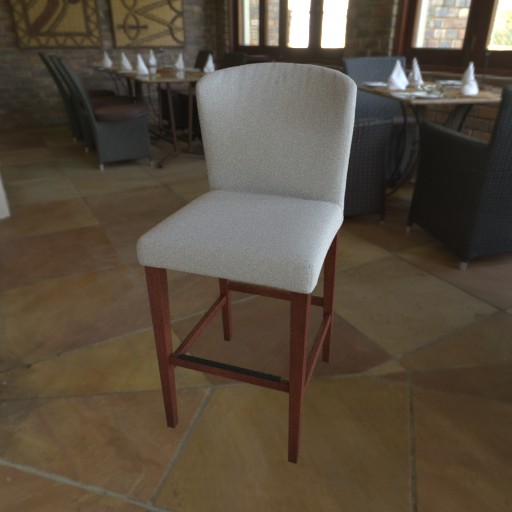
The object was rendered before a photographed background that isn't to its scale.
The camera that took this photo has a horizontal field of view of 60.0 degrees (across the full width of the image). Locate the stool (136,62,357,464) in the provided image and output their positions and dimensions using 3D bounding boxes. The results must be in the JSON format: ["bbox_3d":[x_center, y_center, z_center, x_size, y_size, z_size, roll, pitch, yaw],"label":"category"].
[{"bbox_3d":[0.000,0.000,1.362,0.479,1.069,0.568,9,27,17],"label":"stool"}]
